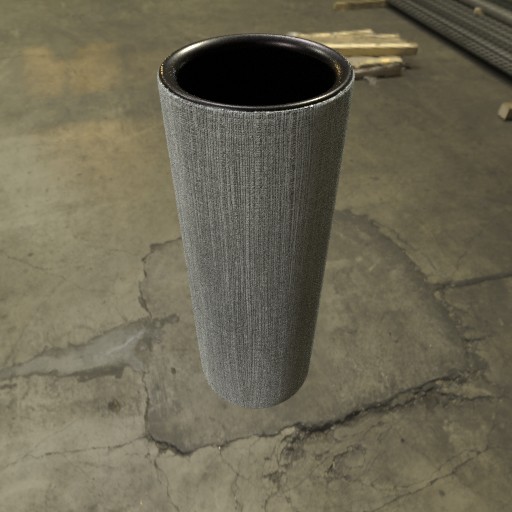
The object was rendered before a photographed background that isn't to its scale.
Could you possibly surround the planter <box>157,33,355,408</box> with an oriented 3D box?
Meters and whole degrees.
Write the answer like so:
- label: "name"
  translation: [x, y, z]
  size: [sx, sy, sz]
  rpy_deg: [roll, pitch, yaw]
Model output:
- label: "planter"
  translation: [0.000, 0.000, 0.319]
  size: [0.100, 0.270, 0.100]
  rpy_deg: [-10, 45, -10]
